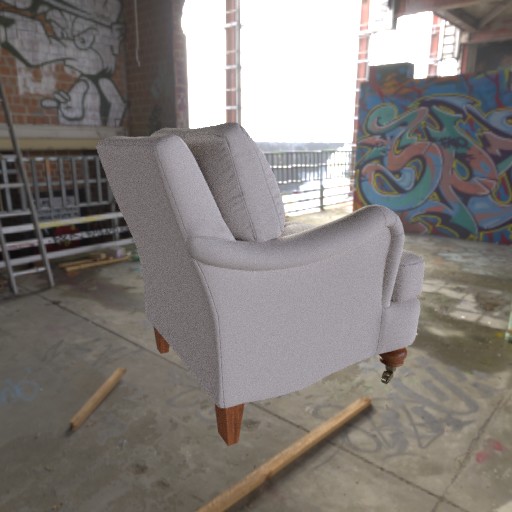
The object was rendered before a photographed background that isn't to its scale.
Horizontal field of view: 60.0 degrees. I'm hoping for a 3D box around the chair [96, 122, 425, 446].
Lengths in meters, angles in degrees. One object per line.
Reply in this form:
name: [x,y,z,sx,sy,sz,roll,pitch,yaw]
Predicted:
chair: [0.000,0.000,1.852,1.070,1.038,0.955,-8,16,-28]
